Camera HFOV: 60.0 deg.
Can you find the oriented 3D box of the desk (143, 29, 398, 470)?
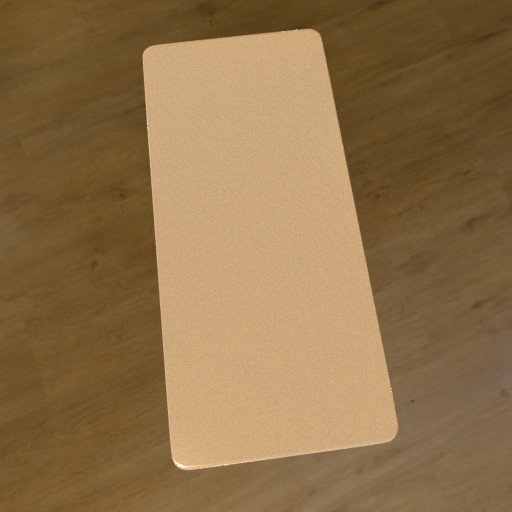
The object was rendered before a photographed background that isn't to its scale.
[{"bbox_3d":[0.000,0.000,1.573,0.550,0.760,1.200,-7,75,-2],"label":"desk"}]
